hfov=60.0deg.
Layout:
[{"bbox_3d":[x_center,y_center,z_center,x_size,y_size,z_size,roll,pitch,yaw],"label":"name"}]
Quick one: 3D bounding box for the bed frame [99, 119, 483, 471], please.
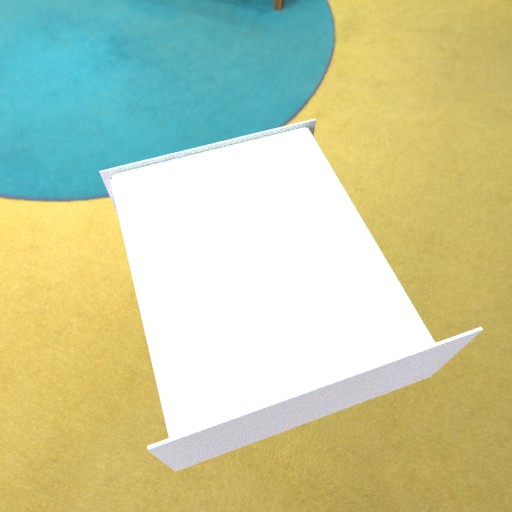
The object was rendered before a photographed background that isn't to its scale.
[{"bbox_3d":[0.000,0.000,2.948,1.720,0.800,2.060,-16,59,-10],"label":"bed frame"}]
